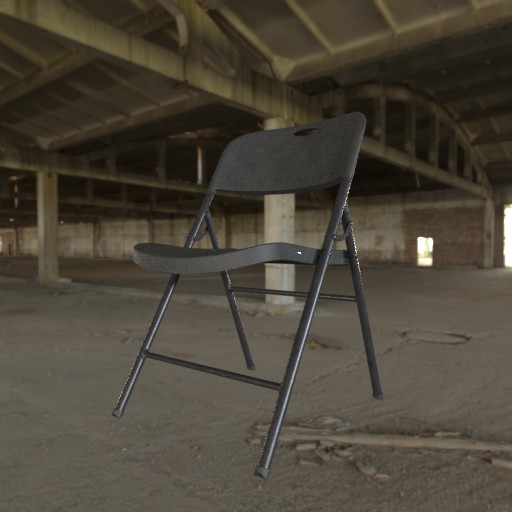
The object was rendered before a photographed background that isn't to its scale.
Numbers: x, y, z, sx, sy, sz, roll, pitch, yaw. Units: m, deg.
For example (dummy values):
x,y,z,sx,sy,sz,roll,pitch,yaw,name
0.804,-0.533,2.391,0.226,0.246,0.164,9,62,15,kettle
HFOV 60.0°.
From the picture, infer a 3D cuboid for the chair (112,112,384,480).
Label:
x,y,z,sx,sy,sz,roll,pitch,yaw,name
0.000,0.000,1.177,0.494,0.810,0.567,1,2,39,chair
